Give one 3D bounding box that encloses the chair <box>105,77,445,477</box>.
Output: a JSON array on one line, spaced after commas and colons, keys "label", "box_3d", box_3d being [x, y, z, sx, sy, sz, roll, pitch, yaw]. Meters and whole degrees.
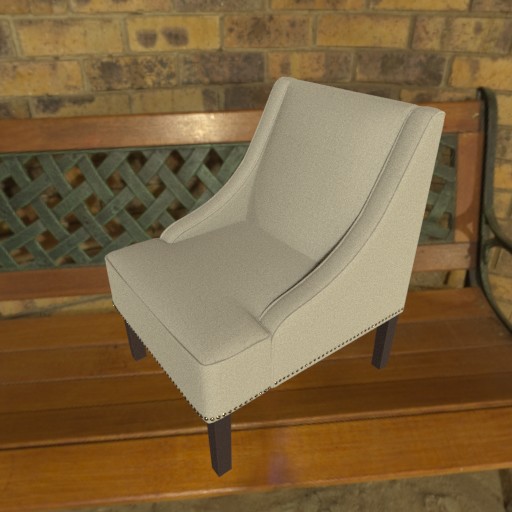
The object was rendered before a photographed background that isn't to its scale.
[{"label": "chair", "box_3d": [0.000, 0.000, 1.320, 0.737, 0.864, 0.610, -21, 37, -31]}]
